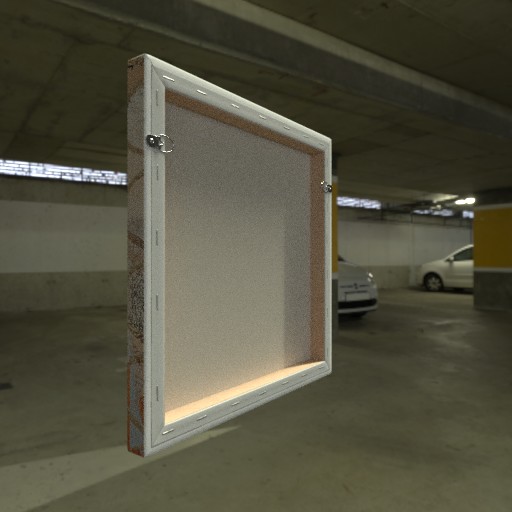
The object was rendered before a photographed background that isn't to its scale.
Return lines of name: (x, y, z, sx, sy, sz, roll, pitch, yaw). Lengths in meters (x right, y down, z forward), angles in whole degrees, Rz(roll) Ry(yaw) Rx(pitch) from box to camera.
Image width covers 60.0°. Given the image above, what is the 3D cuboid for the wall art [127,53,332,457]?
wall art: (0.000, 0.000, 0.764, 0.038, 0.508, 0.507, 0, 0, 37)
